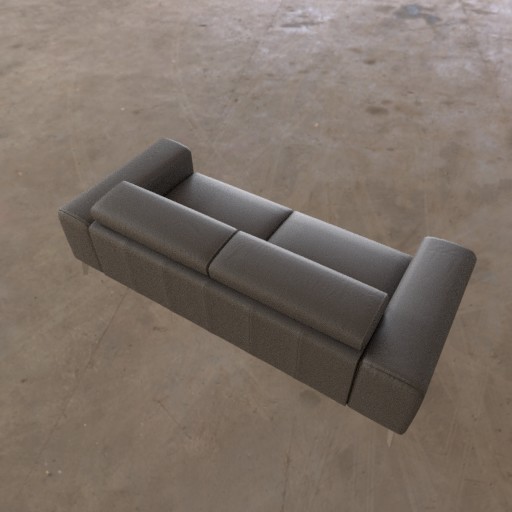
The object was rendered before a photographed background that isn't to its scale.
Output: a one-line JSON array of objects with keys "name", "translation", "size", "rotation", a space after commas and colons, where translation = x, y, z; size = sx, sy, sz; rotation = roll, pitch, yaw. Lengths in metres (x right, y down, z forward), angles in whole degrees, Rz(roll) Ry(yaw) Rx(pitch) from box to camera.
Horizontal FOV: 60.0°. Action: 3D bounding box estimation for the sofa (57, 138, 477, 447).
[{"name": "sofa", "translation": [0.000, 0.000, 2.743], "size": [2.321, 0.759, 1.023], "rotation": [24, 51, 22]}]
